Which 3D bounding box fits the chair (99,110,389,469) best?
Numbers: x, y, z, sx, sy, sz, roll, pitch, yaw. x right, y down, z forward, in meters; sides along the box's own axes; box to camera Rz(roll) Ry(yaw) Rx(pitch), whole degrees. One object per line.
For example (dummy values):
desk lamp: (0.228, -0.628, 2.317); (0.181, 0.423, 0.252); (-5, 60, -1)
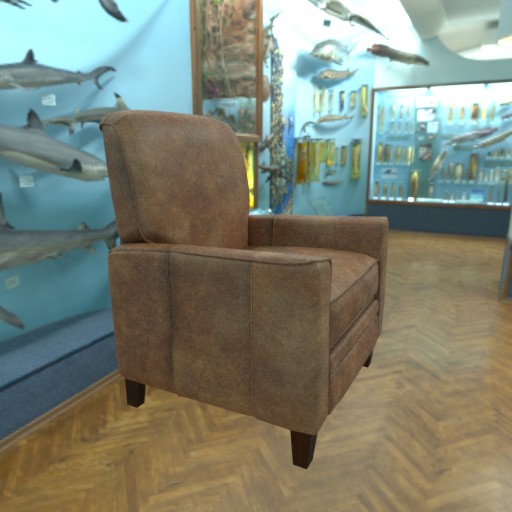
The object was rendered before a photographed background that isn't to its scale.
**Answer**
chair: (0.000, 0.000, 1.654); (0.836, 1.043, 0.843); (7, 15, 27)
